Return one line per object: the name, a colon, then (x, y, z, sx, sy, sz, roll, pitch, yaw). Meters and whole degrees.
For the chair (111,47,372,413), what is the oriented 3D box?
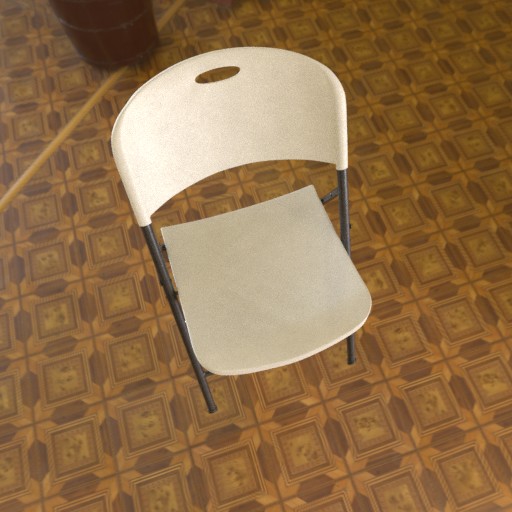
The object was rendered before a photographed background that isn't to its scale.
chair: (0.000, 0.000, 1.134, 0.494, 0.810, 0.566, -17, 66, -8)
